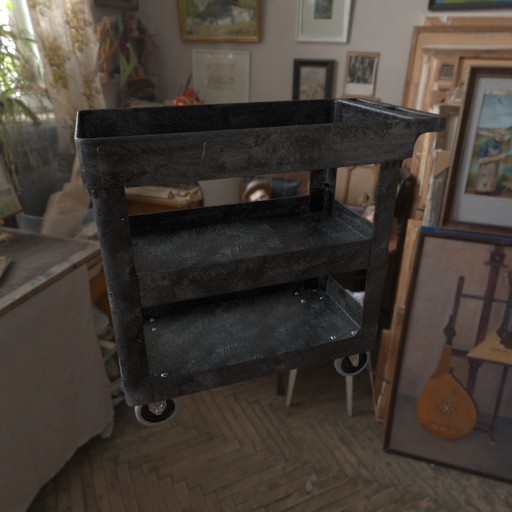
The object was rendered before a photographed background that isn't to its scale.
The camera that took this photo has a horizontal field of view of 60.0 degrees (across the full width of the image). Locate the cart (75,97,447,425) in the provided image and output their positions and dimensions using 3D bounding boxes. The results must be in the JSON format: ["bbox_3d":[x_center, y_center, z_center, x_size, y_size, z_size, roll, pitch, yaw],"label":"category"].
[{"bbox_3d":[0.000,0.000,1.326,0.877,0.824,0.420,-9,27,-17],"label":"cart"}]
